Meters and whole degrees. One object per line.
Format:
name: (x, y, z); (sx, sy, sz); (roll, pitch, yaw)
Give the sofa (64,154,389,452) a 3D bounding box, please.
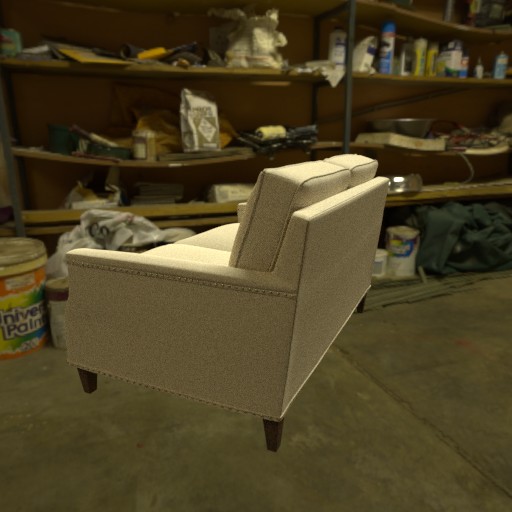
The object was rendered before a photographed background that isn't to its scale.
sofa: (0.000, 0.000, 2.284); (1.084, 1.003, 1.597); (7, 16, 24)
